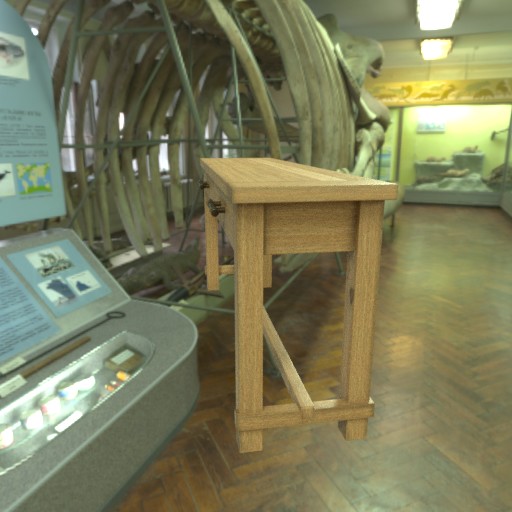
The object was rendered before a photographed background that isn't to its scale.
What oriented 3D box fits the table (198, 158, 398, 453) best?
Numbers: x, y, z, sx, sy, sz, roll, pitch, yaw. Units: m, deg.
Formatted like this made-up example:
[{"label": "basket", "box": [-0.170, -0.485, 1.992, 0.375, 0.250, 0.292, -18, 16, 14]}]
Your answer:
[{"label": "table", "box": [0.000, 0.000, 1.910, 0.442, 0.762, 1.599, -2, 15, -9]}]
